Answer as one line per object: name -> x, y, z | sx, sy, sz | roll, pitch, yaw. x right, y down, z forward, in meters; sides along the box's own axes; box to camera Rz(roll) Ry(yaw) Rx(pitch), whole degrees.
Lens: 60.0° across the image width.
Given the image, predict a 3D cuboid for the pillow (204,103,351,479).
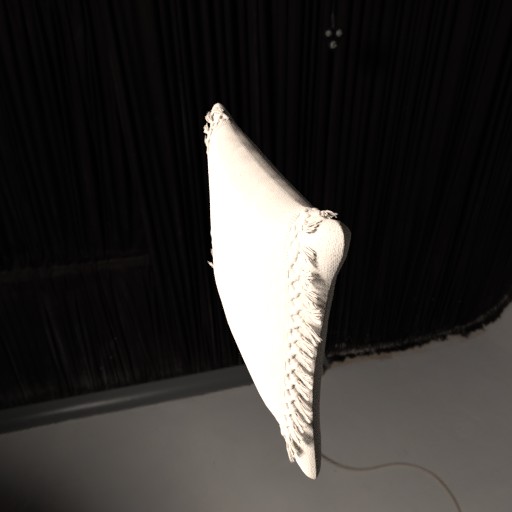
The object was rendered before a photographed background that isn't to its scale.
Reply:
pillow -> 0.000, 0.000, 0.582 | 0.084, 0.305, 0.466 | -8, 31, -13
